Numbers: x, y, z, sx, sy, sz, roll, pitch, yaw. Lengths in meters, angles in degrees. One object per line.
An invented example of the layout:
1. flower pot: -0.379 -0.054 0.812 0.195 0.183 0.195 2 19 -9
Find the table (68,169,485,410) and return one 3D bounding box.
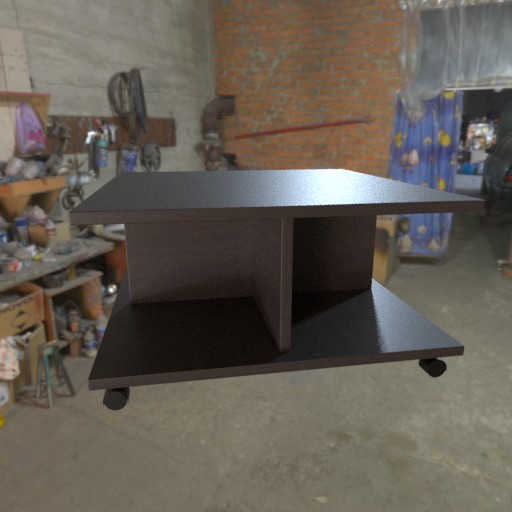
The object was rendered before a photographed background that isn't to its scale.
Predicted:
1. table: 0.000 0.000 1.204 0.762 0.396 0.762 -3 16 -10
